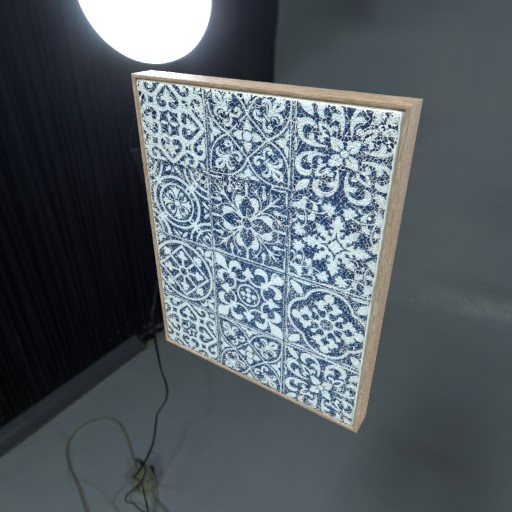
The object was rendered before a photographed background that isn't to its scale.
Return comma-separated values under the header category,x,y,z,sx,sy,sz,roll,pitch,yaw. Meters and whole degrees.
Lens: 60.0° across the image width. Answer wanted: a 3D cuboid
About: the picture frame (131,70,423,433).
category,x,y,z,sx,sy,sz,roll,pitch,yaw
picture frame,0.000,0.000,0.720,0.424,0.526,0.043,18,35,28
